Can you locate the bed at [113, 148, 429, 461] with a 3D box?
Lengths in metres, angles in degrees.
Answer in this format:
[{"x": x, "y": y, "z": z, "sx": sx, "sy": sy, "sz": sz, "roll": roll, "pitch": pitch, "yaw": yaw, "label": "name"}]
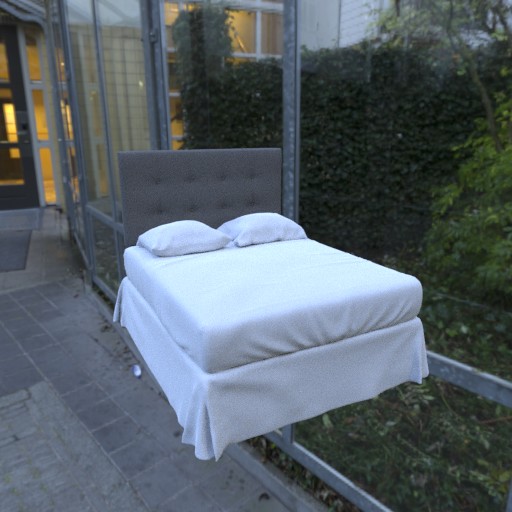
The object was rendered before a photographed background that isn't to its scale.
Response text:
[{"x": 0.000, "y": 0.000, "z": 3.522, "sx": 1.936, "sy": 1.577, "sz": 2.222, "roll": -8, "pitch": 18, "yaw": -27, "label": "bed"}]
